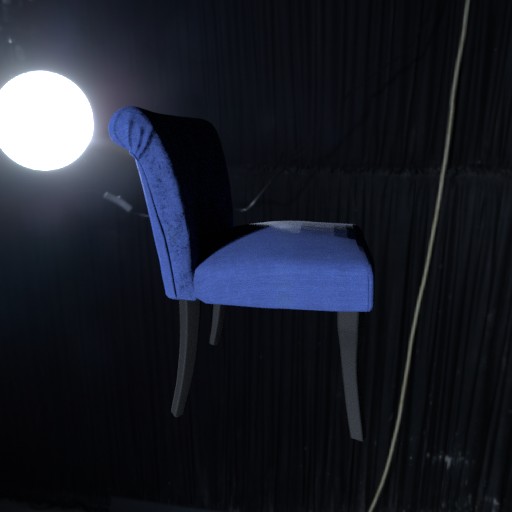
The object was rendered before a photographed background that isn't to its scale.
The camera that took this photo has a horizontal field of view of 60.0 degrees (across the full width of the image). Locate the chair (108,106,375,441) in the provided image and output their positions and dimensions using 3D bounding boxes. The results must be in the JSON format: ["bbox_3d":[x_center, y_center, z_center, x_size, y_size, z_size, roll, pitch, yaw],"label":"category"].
[{"bbox_3d":[0.000,0.000,1.223,0.606,0.753,0.585,2,15,8],"label":"chair"}]
